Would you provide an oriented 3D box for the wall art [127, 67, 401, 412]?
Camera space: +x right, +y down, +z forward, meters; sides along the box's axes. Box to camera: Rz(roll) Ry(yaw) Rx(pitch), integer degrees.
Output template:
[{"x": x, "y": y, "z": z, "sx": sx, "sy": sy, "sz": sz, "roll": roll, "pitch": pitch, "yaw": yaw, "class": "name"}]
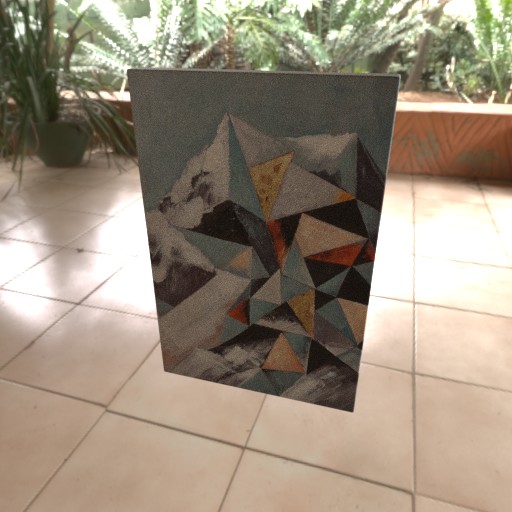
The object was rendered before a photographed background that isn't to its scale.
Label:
[{"x": 0.000, "y": 0.000, "z": 1.180, "sx": 0.609, "sy": 0.911, "sz": 0.061, "roll": 8, "pitch": 28, "yaw": 15, "class": "wall art"}]
